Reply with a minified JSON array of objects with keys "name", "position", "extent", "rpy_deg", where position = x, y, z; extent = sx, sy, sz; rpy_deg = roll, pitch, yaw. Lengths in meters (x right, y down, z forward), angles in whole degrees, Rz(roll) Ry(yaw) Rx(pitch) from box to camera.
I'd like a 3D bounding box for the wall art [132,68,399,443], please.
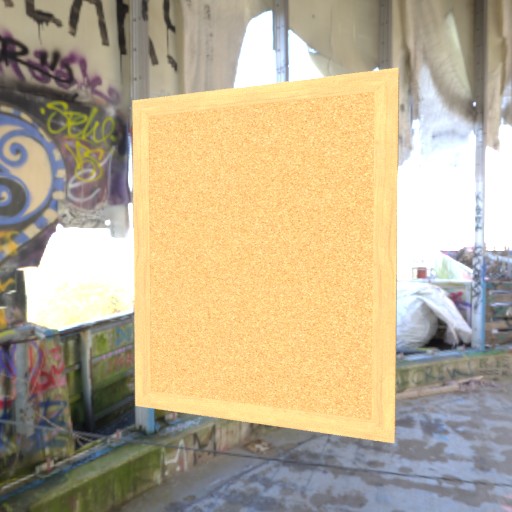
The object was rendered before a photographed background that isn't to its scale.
[{"name":"wall art","position":[0.000,0.000,0.514],"extent":[0.312,0.380,0.030],"rpy_deg":[1,2,19]}]
